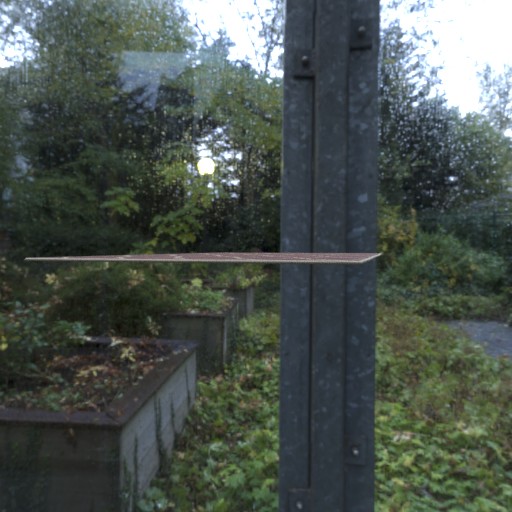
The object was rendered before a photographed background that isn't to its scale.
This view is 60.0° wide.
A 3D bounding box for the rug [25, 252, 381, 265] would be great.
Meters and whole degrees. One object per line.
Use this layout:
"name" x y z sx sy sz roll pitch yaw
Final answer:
"rug" 0.000 0.000 2.894 1.528 0.014 2.294 0 1 18
